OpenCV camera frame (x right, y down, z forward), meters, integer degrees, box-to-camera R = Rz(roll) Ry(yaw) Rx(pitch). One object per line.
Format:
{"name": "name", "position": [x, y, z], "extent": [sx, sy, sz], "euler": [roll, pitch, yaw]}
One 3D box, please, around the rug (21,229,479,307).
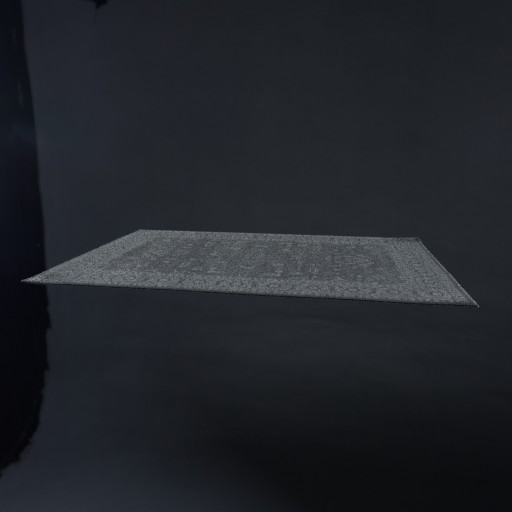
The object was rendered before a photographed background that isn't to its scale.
{"name": "rug", "position": [0.000, 0.000, 2.305], "extent": [1.828, 0.019, 1.209], "euler": [2, 14, 9]}
